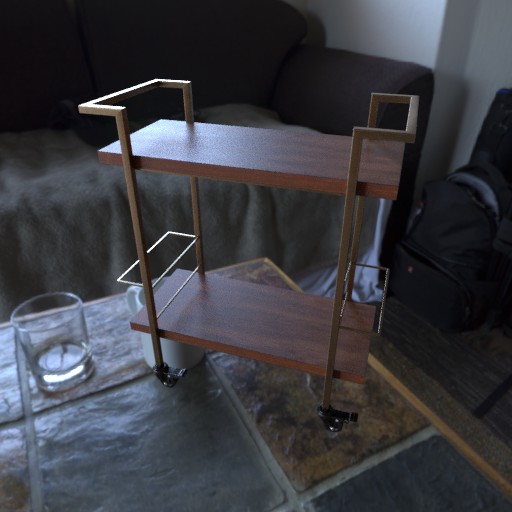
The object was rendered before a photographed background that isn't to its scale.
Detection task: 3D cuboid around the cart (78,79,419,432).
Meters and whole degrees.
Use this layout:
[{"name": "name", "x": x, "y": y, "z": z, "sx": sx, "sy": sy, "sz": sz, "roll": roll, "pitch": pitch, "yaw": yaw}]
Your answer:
[{"name": "cart", "x": 0.000, "y": 0.000, "z": 1.191, "sx": 0.695, "sy": 0.807, "sz": 0.364, "roll": 10, "pitch": 33, "yaw": 16}]
